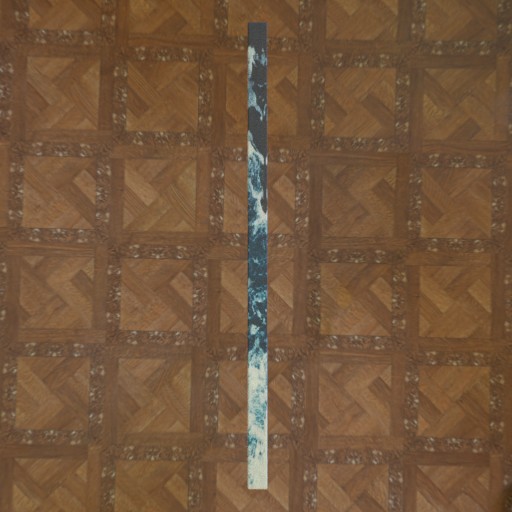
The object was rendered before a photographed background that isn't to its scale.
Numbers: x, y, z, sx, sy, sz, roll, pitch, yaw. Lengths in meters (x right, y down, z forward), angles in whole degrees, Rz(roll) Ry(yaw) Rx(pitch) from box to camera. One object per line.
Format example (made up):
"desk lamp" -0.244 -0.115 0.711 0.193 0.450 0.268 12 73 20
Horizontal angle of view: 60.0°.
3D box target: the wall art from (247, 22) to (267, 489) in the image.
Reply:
"wall art" 0.000 0.000 1.169 0.042 0.610 0.915 0 89 0
